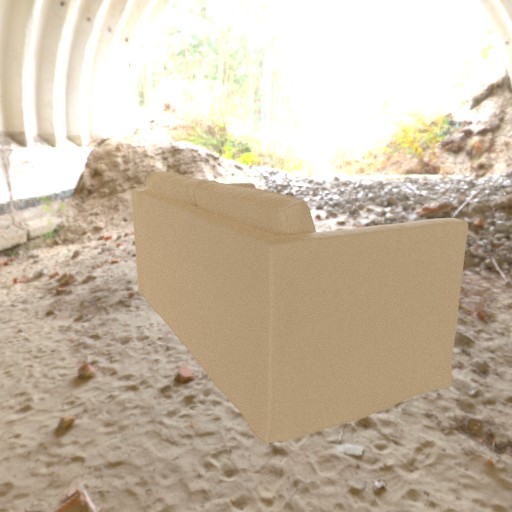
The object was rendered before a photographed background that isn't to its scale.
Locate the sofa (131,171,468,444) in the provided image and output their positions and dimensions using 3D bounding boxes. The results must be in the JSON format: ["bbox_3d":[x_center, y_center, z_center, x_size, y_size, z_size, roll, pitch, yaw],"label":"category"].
[{"bbox_3d":[0.000,0.000,2.469,0.940,0.870,1.987,-7,16,-27],"label":"sofa"}]
